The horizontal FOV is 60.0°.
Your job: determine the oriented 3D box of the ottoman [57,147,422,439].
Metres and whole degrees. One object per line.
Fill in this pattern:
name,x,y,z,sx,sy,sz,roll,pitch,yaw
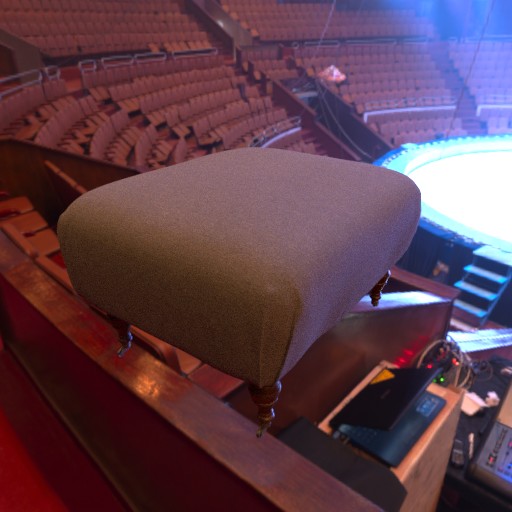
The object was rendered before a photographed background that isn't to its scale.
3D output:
ottoman,0.000,0.000,1.133,0.622,0.450,0.747,18,31,32
